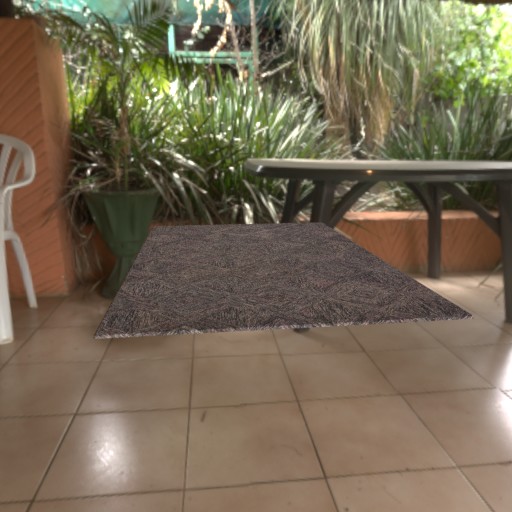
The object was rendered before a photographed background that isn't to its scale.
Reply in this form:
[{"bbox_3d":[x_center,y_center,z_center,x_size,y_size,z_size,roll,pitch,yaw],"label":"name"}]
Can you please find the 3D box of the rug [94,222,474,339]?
[{"bbox_3d":[0.000,0.000,2.822,1.501,0.017,2.298,-2,14,-7],"label":"rug"}]
